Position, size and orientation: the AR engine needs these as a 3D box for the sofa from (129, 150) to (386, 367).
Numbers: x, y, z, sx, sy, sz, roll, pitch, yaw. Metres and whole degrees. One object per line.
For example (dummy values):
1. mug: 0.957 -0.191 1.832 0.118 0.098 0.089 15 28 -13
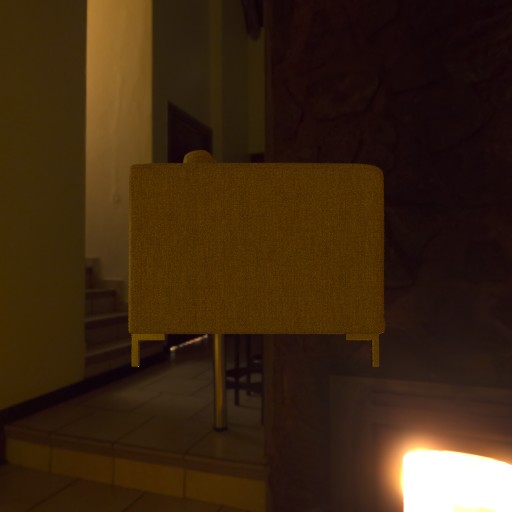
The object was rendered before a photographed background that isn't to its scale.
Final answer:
1. sofa: 0.000 0.000 2.853 0.969 0.867 2.415 0 -1 0
